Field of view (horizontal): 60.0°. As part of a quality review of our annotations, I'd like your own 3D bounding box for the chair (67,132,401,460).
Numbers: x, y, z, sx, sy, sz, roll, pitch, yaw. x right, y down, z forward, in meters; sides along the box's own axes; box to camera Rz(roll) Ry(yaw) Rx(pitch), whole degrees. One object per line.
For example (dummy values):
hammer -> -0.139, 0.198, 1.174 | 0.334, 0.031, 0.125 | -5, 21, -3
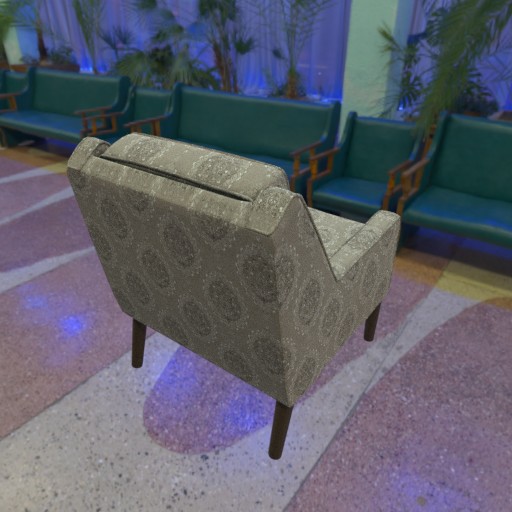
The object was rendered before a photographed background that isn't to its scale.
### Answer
chair -> 0.000, 0.000, 1.373 | 0.665, 0.797, 0.750 | 21, 36, 31
